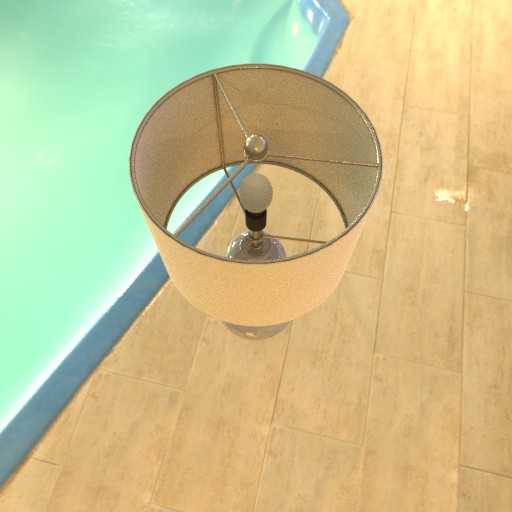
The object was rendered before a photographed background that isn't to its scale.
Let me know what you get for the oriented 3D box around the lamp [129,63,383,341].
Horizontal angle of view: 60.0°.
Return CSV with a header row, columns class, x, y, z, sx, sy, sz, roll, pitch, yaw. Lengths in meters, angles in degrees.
class,x,y,z,sx,sy,sz,roll,pitch,yaw
lamp,0.000,0.000,0.945,0.367,0.730,0.367,17,64,9
